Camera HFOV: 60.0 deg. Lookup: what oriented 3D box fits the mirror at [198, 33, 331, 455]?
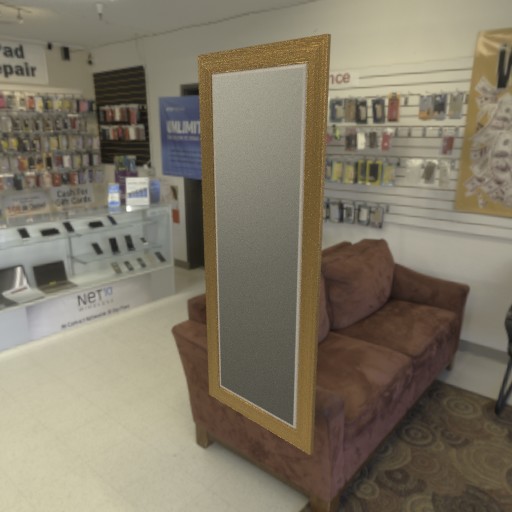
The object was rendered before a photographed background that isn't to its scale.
[{"bbox_3d":[0.000,0.000,2.344,0.812,2.031,0.025,15,22,41],"label":"mirror"}]
